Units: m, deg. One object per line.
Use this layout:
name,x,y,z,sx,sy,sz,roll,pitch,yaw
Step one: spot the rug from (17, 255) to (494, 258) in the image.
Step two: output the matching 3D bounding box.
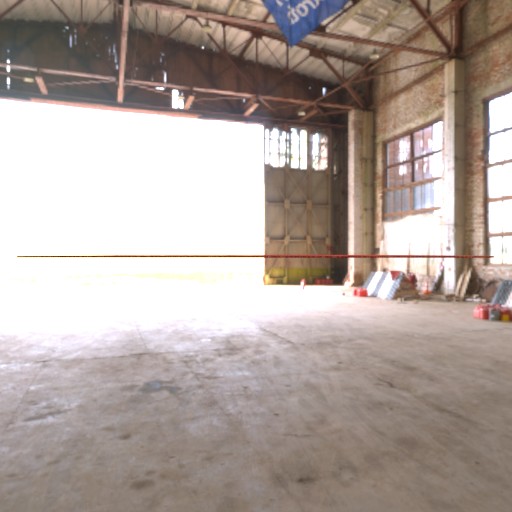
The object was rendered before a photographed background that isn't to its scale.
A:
rug,0.000,0.000,3.016,2.442,0.010,1.531,0,0,1
